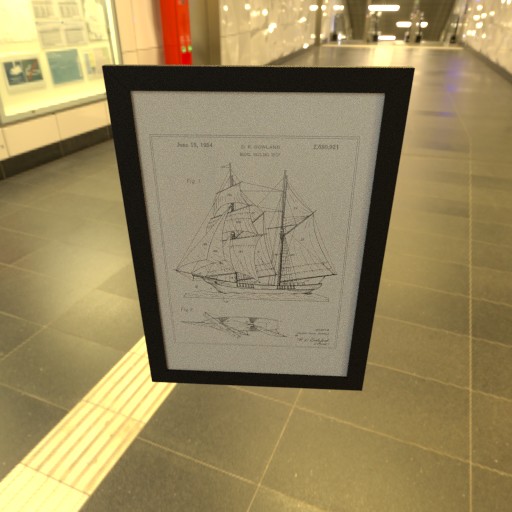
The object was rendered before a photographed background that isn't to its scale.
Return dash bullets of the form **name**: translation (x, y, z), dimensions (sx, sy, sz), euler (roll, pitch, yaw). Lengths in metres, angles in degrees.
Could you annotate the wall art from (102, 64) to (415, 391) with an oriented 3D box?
- **wall art**: translation (0.000, 0.000, 0.579), dimensions (0.326, 0.459, 0.011), euler (2, 30, 3)
